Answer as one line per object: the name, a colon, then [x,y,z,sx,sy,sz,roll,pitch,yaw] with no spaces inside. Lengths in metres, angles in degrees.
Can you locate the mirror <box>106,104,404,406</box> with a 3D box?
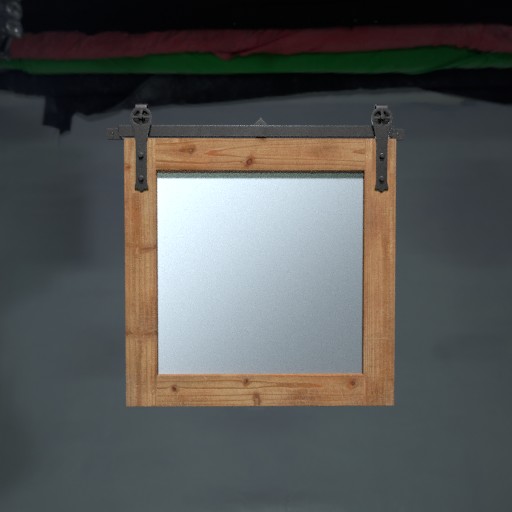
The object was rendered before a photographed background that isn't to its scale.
mirror: [0.000,0.000,1.185,0.805,0.800,0.054,0,2,-1]
